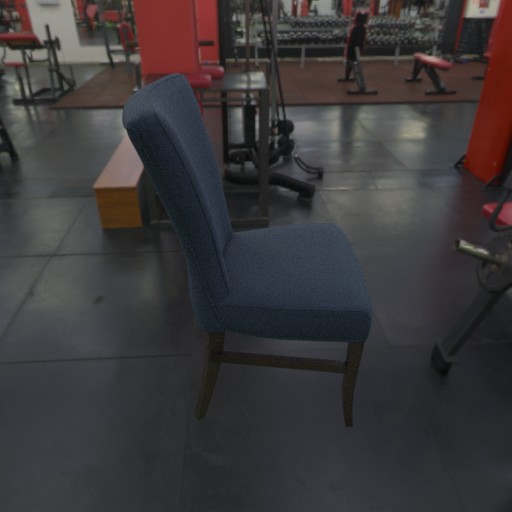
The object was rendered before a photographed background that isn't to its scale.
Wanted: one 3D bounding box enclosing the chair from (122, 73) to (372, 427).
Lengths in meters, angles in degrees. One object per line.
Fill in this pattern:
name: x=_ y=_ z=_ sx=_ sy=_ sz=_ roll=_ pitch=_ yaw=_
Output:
chair: x=0.000 y=0.000 z=1.370 sx=0.660 sy=0.991 sz=0.520 roll=0 pitch=31 yaw=-1
